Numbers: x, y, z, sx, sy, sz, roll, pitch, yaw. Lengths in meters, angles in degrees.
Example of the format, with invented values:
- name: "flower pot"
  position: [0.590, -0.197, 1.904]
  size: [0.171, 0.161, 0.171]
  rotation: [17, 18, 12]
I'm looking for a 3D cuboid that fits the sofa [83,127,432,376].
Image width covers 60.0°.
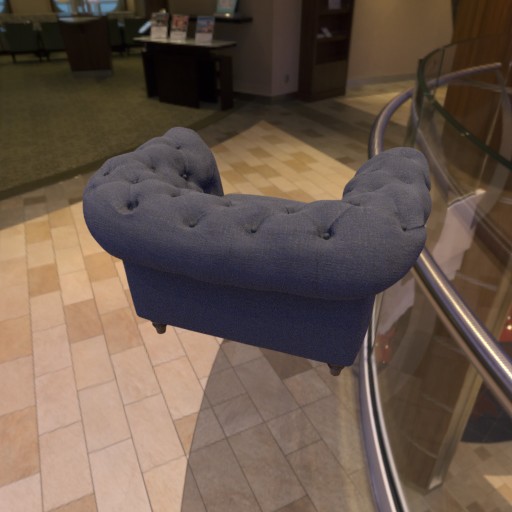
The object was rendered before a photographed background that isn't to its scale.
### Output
- name: "sofa"
  position: [0.000, 0.000, 2.030]
  size: [1.405, 0.878, 1.032]
  rotation: [10, 33, 16]
